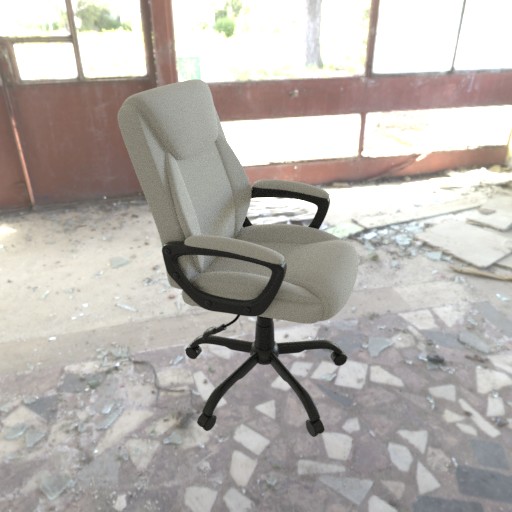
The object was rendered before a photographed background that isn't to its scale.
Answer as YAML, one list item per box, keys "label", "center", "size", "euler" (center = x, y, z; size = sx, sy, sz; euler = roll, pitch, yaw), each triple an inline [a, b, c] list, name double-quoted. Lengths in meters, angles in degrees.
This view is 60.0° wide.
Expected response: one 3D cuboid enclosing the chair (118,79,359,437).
- label: "chair"
  center: [0.000, 0.000, 1.496]
  size: [0.669, 1.065, 0.663]
  euler: [11, 31, 19]
